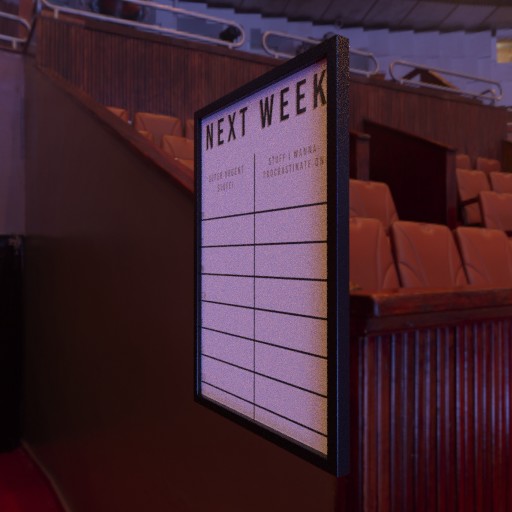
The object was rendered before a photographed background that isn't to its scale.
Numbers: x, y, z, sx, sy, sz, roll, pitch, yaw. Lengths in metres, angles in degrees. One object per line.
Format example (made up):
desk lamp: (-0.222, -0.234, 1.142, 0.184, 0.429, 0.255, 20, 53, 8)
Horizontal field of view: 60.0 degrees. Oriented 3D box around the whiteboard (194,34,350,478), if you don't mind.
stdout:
whiteboard: (0.000, 0.000, 0.777, 0.026, 0.611, 0.406, 0, 0, -37)
